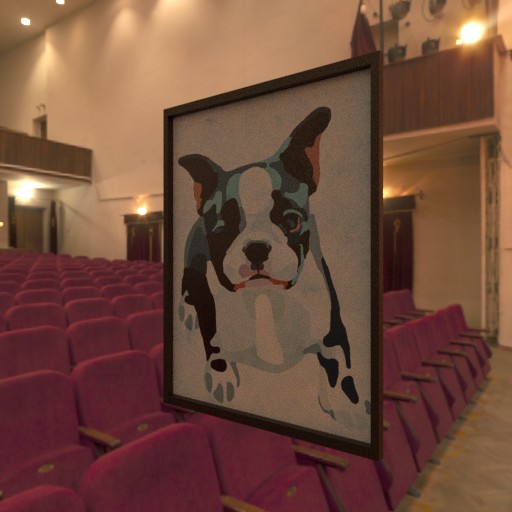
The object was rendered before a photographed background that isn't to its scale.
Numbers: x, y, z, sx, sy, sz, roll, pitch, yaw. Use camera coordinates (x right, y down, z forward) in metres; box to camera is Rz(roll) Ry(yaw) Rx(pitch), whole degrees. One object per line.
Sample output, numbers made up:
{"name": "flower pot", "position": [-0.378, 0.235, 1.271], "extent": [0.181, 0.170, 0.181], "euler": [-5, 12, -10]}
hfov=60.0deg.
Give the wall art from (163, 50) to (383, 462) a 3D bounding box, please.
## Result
{"name": "wall art", "position": [0.000, 0.000, 1.340], "extent": [0.774, 1.027, 0.030], "euler": [0, 0, 35]}
